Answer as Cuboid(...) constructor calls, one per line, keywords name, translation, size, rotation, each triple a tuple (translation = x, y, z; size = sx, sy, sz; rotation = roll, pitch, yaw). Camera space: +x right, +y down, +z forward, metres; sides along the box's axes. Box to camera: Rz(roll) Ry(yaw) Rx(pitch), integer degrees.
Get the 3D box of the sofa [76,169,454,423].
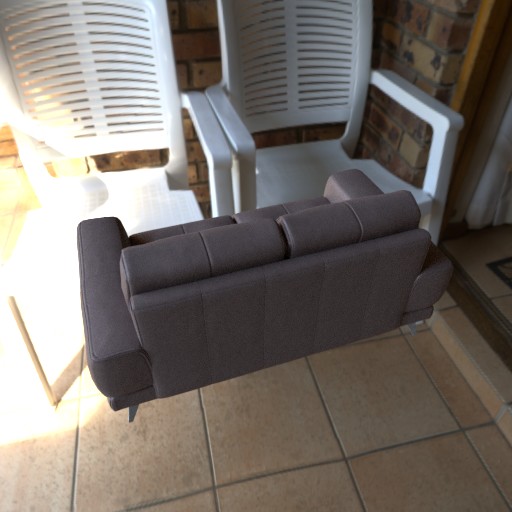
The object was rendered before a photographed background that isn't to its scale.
Cuboid(name="sofa", translation=(0.000, 0.000, 2.385), size=(1.806, 0.907, 1.018), rotation=(-13, 43, -14))
